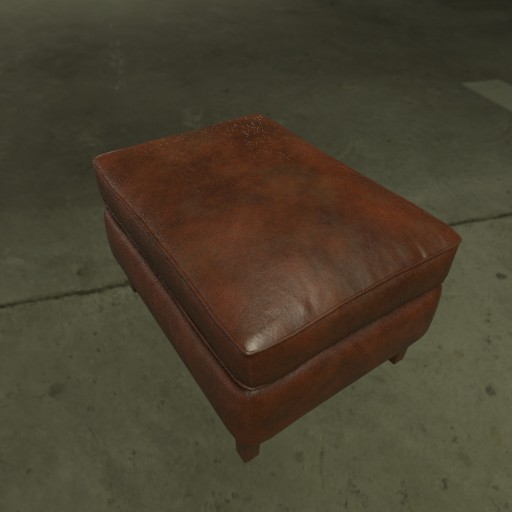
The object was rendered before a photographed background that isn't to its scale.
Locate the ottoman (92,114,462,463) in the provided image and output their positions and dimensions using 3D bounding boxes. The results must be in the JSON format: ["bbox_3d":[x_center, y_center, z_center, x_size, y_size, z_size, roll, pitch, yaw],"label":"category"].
[{"bbox_3d":[0.000,0.000,0.982,0.501,0.432,0.665,-23,46,-25],"label":"ottoman"}]
